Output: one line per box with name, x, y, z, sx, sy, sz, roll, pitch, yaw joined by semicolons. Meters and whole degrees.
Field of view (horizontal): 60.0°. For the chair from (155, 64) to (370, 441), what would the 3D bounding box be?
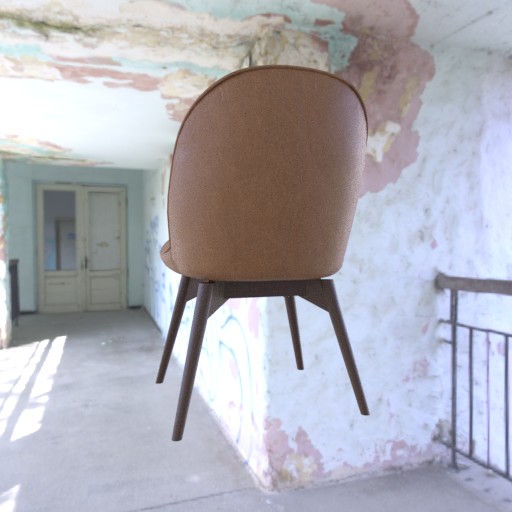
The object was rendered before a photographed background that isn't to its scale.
chair;0.000;0.000;1.254;0.521;0.831;0.631;-1;2;-18
